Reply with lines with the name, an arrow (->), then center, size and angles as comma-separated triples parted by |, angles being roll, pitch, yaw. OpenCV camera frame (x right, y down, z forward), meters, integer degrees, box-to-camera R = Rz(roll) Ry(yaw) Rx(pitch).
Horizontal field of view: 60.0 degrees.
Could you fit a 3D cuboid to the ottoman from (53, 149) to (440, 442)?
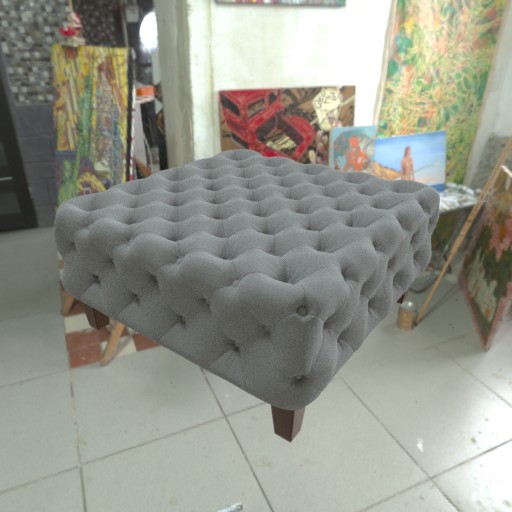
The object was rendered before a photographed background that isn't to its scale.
ottoman -> 0.000, 0.000, 1.439 | 0.917, 0.439, 0.911 | 19, 33, 32
